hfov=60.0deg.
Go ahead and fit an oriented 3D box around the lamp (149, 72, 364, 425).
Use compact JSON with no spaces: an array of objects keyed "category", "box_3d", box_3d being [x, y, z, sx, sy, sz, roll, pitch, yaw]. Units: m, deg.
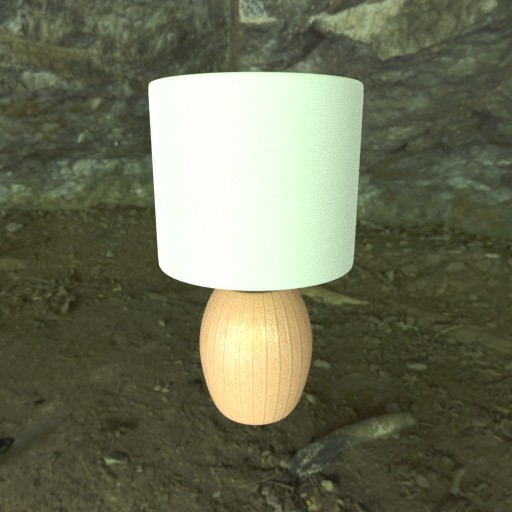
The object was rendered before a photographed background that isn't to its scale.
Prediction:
[{"category":"lamp","box_3d":[0.000,0.000,0.764,0.329,0.570,0.329,0,15,0]}]
